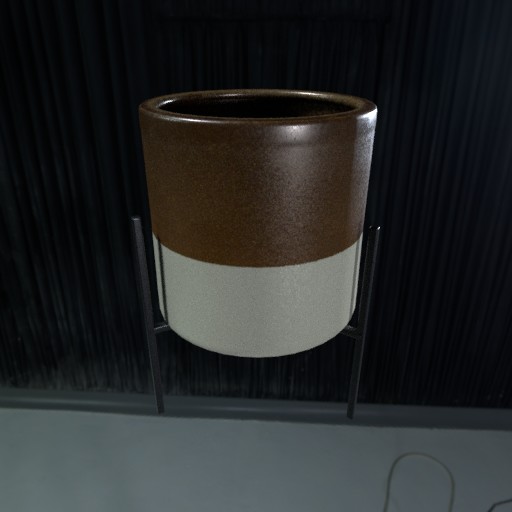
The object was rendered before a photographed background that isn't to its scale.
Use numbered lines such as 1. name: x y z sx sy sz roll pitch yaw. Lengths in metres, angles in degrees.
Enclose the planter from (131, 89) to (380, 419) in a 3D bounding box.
1. planter: 0.000 0.000 0.560 0.255 0.375 0.269 0 26 1
